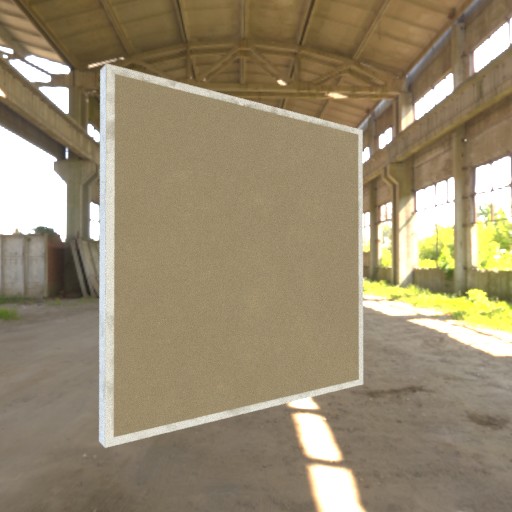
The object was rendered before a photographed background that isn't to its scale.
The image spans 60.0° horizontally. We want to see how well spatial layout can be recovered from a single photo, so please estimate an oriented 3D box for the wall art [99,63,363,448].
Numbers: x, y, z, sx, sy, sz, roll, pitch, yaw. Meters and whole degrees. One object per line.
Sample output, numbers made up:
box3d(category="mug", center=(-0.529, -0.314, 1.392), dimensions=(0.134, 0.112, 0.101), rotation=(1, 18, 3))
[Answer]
box3d(category="wall art", center=(0.000, 0.000, 1.111), dimensions=(0.760, 0.757, 0.038), rotation=(0, -1, -36))
